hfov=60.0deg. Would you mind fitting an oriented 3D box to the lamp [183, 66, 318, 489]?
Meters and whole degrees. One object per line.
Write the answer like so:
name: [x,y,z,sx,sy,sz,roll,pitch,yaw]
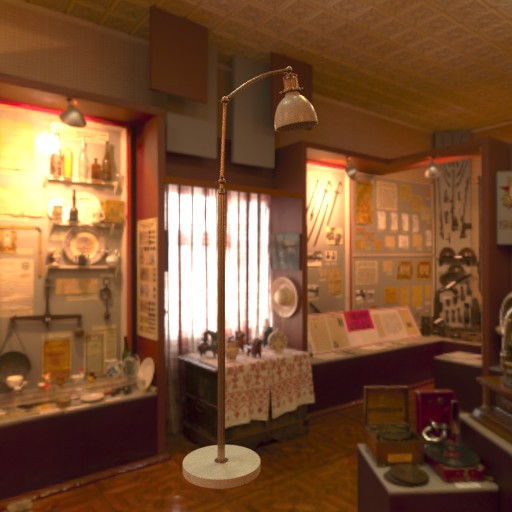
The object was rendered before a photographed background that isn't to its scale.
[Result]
lamp: [0.000,0.000,1.747,0.599,1.586,0.288,1,-1,-35]
